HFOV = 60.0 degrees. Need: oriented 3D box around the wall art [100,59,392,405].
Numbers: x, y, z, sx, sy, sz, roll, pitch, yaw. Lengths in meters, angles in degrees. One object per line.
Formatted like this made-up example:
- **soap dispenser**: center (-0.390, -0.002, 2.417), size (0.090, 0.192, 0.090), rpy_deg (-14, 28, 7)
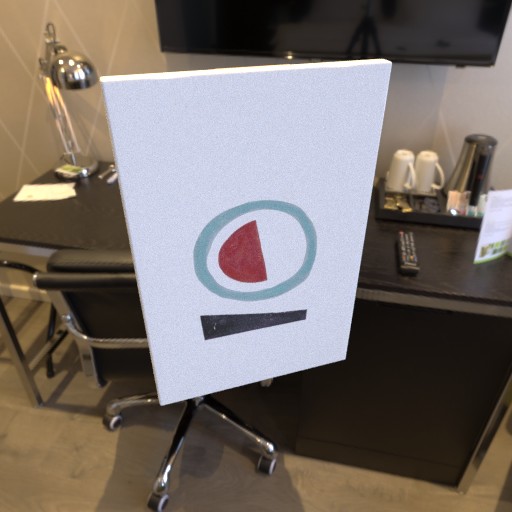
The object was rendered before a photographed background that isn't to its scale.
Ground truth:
- **wall art**: center (0.000, 0.000, 1.137), size (0.602, 0.902, 0.048), rpy_deg (-10, 35, -15)
